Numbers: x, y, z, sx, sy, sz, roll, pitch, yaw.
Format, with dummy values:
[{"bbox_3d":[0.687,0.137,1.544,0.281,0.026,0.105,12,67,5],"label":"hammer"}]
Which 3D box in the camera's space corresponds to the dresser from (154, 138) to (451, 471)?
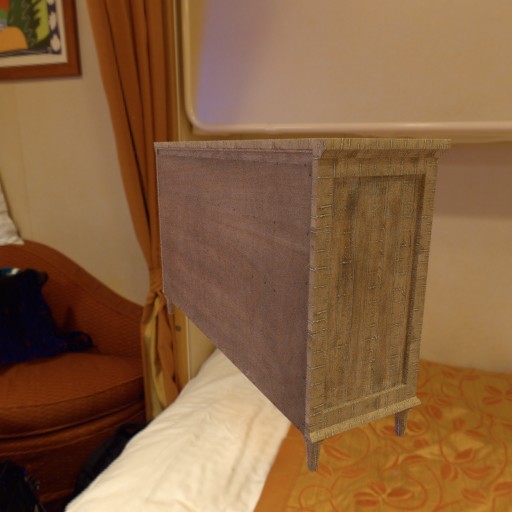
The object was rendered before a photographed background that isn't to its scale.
[{"bbox_3d":[0.000,0.000,2.029,0.457,1.016,1.626,-7,16,-27],"label":"dresser"}]
